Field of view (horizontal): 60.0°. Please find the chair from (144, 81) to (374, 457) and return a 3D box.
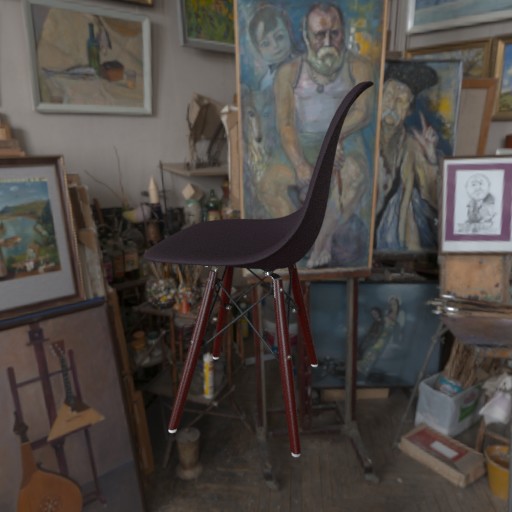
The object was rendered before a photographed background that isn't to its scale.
[{"bbox_3d":[0.000,0.000,1.147,0.533,0.826,0.470,3,16,11],"label":"chair"}]
